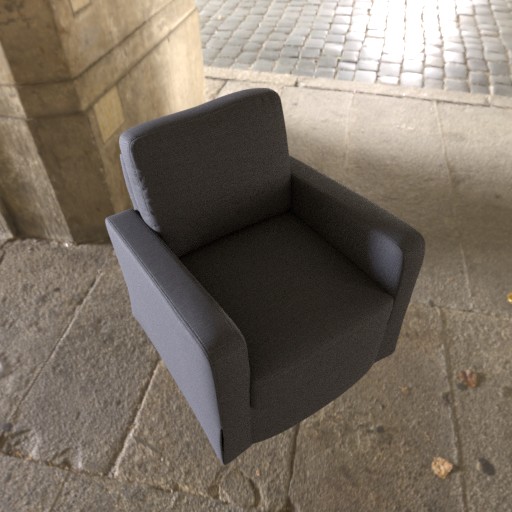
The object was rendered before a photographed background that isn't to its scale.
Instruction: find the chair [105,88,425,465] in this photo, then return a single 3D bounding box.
[{"bbox_3d":[0.000,0.000,1.539,0.798,0.855,0.863,-25,50,-23],"label":"chair"}]
